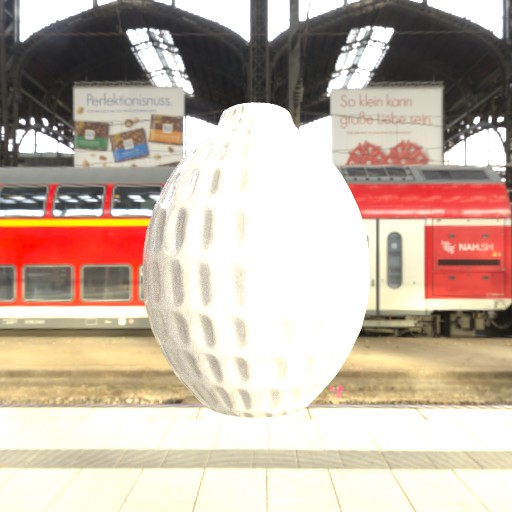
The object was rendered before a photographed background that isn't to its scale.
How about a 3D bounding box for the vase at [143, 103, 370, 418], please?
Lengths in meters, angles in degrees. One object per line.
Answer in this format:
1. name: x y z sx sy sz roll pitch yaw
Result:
1. vase: 0.000 0.000 0.258 0.128 0.167 0.128 0 0 0
